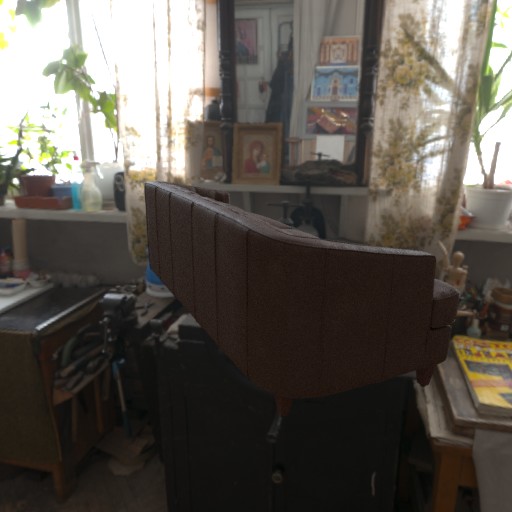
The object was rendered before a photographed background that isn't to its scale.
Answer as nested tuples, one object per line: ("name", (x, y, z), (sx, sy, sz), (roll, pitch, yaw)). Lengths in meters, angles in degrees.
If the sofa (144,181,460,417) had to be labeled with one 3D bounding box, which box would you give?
("sofa", (0.000, 0.000, 2.650), (0.927, 0.787, 2.227), (-8, 17, -25))
